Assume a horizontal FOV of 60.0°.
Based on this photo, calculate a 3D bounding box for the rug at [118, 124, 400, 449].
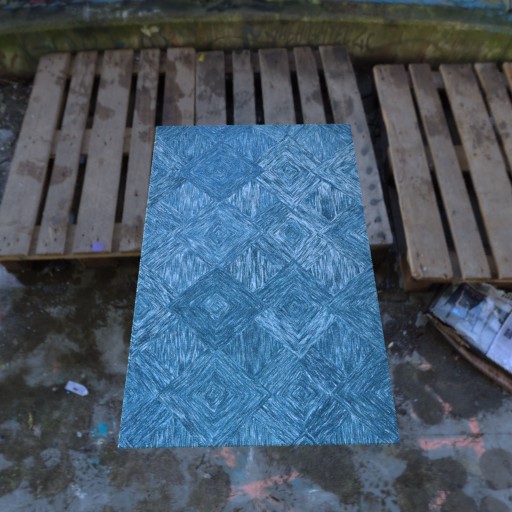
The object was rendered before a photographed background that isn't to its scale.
[{"bbox_3d":[0.000,0.000,2.875,1.490,0.015,2.277,-1,62,0],"label":"rug"}]
